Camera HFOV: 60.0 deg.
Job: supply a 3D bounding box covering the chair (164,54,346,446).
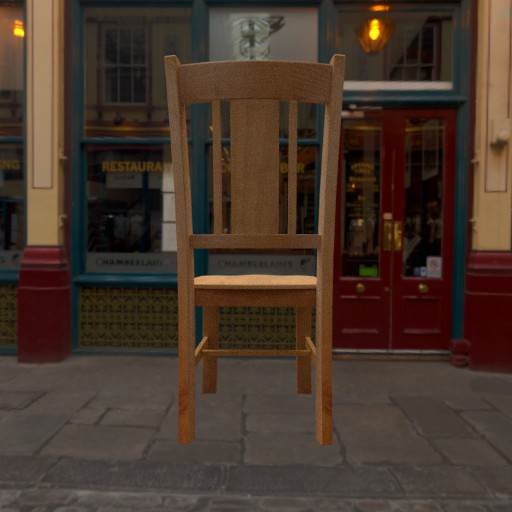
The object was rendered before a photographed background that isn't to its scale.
[{"bbox_3d":[0.000,0.000,1.356,0.450,0.998,0.556,0,0,1],"label":"chair"}]
